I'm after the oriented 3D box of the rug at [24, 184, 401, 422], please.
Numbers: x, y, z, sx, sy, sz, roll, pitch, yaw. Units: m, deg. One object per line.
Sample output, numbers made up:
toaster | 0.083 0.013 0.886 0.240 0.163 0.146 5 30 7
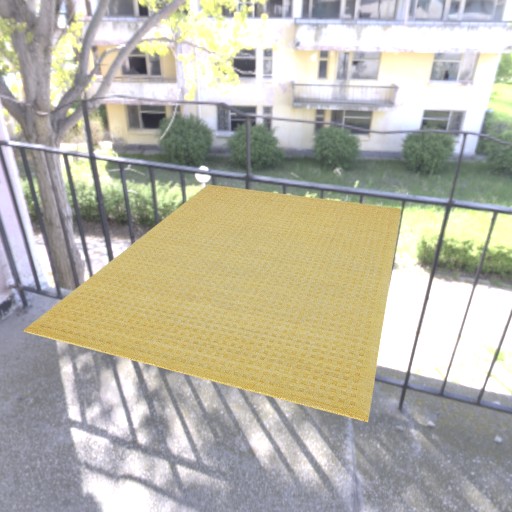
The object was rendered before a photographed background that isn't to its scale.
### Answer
rug | 0.000 0.000 4.233 2.486 0.015 3.242 10 31 17
